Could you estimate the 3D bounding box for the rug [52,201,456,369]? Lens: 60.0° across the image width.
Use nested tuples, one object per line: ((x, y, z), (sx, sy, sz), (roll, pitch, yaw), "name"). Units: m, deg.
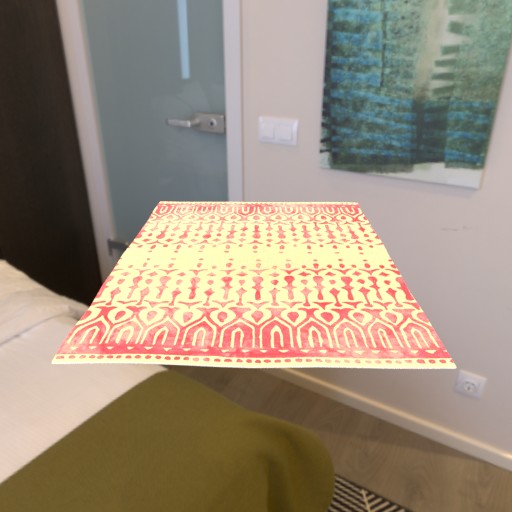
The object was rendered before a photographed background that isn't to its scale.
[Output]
((0.000, 0.000, 4.032), (2.441, 0.016, 3.095), (0, 25, 1), "rug")
